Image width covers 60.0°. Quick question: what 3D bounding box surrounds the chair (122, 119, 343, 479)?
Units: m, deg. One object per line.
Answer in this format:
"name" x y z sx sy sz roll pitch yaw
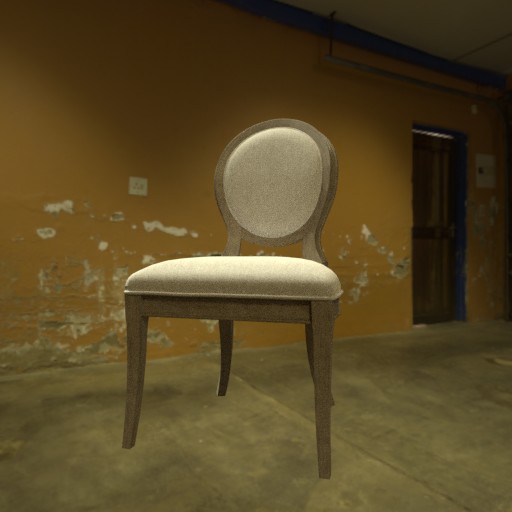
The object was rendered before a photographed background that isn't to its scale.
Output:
"chair" 0.000 0.000 1.347 0.558 0.990 0.602 0 0 18
